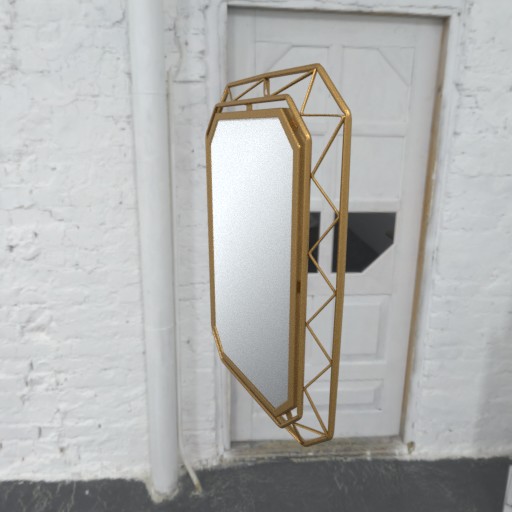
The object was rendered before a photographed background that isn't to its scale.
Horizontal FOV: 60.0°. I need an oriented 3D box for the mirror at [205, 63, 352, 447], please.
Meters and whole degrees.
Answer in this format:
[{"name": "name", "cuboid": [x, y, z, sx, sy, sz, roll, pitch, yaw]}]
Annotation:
[{"name": "mirror", "cuboid": [0.000, 0.000, 0.734, 0.042, 0.566, 0.417, -8, 18, -26]}]
